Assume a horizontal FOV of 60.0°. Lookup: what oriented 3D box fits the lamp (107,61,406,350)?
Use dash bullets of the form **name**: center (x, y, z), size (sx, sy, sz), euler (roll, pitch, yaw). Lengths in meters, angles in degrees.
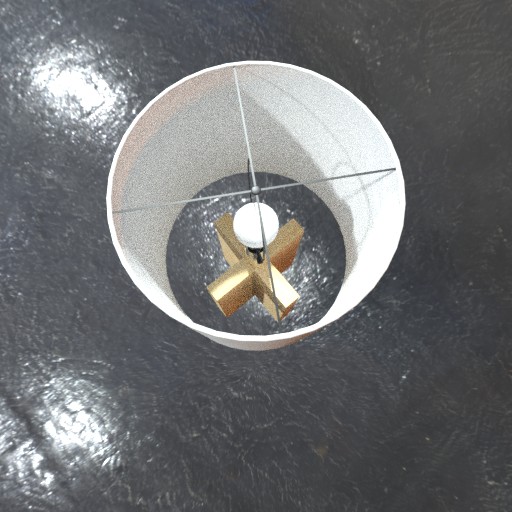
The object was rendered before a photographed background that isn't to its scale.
- **lamp**: center (0.000, 0.000, 0.546), size (0.229, 0.428, 0.229), euler (-39, 79, -9)
